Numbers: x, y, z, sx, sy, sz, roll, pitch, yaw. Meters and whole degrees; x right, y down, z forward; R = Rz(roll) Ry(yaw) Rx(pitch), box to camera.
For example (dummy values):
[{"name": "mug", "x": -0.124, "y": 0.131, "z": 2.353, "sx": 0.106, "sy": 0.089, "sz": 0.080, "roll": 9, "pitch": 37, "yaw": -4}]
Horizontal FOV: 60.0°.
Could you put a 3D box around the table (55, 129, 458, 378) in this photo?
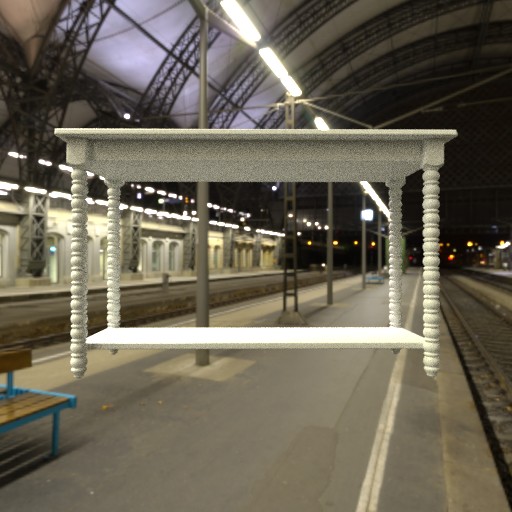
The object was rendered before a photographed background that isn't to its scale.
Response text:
[{"name": "table", "x": 0.000, "y": 0.000, "z": 1.517, "sx": 1.184, "sy": 0.740, "sz": 0.459, "roll": 0, "pitch": -1, "yaw": -1}]
